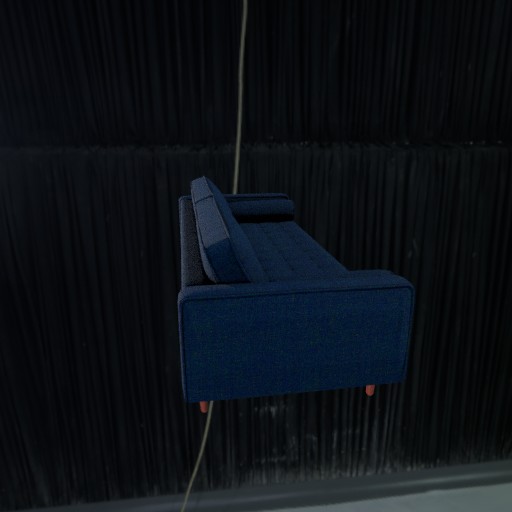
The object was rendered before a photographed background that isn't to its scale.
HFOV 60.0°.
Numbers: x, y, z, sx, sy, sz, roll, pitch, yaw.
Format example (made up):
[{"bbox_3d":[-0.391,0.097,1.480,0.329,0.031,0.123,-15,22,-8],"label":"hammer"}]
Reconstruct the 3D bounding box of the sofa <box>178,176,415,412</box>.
[{"bbox_3d":[0.000,0.000,2.699,0.914,0.762,2.210,-3,17,-9],"label":"sofa"}]
